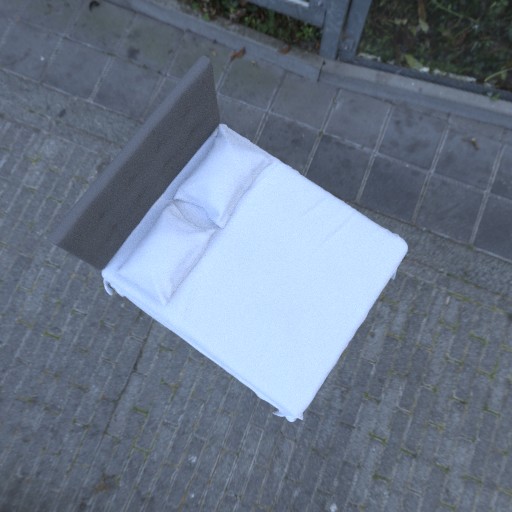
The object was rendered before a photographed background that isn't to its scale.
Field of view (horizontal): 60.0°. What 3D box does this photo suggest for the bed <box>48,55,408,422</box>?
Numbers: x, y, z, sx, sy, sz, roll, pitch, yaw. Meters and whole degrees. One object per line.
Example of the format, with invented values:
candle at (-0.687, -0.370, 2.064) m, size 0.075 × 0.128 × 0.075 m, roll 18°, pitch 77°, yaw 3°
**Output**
bed at (0.000, 0.000, 3.526) m, size 2.222 × 1.577 × 1.936 m, roll 35°, pitch 79°, yaw 8°
